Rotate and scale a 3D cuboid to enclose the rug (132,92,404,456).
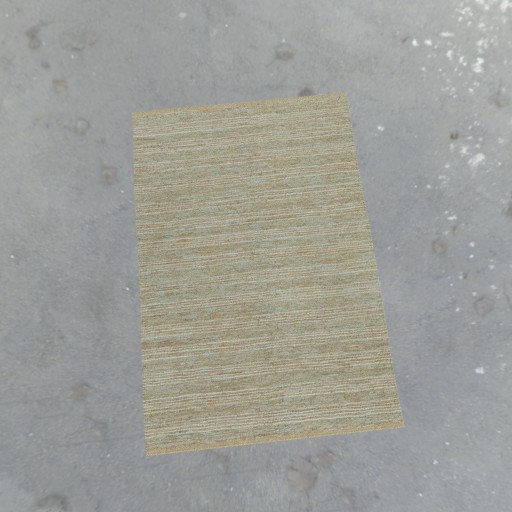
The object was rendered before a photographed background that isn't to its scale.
[{"bbox_3d":[0.000,0.000,2.324,1.240,0.010,1.824,-6,76,-1],"label":"rug"}]
